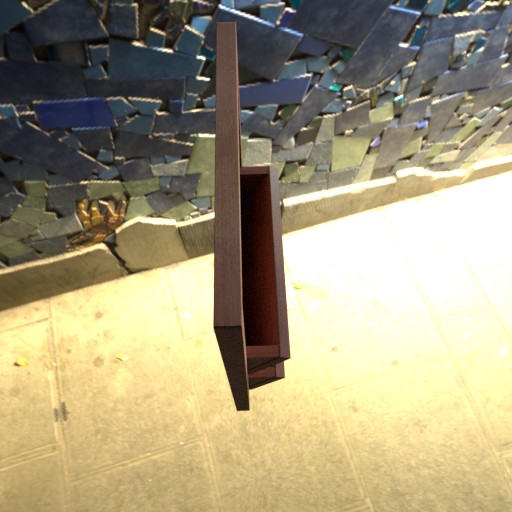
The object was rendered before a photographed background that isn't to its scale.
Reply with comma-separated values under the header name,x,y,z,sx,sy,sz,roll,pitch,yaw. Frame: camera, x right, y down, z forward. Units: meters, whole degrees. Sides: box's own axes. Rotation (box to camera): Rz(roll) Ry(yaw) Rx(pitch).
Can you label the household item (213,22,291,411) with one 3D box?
name,x,y,z,sx,sy,sz,roll,pitch,yaw
household item,0.000,0.000,0.546,0.067,0.407,0.310,-2,63,-1
